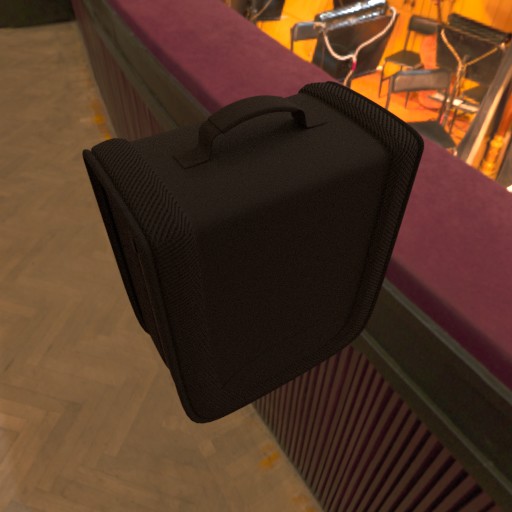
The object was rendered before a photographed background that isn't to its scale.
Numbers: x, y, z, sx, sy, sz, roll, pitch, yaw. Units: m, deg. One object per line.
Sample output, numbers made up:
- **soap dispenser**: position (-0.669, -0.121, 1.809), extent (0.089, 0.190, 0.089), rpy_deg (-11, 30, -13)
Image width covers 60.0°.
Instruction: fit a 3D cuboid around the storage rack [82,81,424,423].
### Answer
- **storage rack**: position (0.000, 0.000, 0.538), extent (0.297, 0.387, 0.168), rpy_deg (-23, 50, -21)
